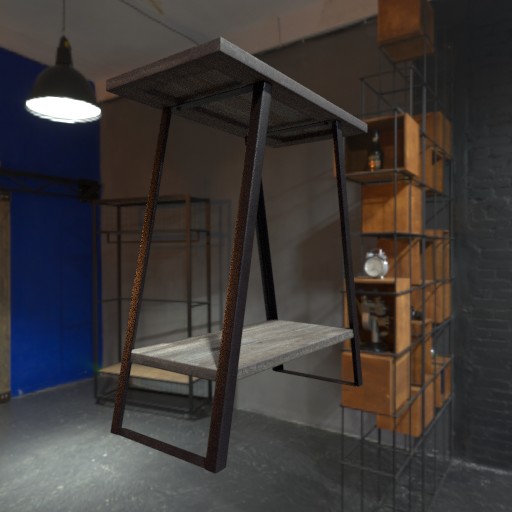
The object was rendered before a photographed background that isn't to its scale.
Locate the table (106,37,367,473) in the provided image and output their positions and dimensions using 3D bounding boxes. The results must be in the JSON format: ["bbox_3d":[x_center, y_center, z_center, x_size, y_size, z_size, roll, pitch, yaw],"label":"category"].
[{"bbox_3d":[0.000,0.000,1.034,0.300,0.701,0.599,0,1,36],"label":"table"}]
